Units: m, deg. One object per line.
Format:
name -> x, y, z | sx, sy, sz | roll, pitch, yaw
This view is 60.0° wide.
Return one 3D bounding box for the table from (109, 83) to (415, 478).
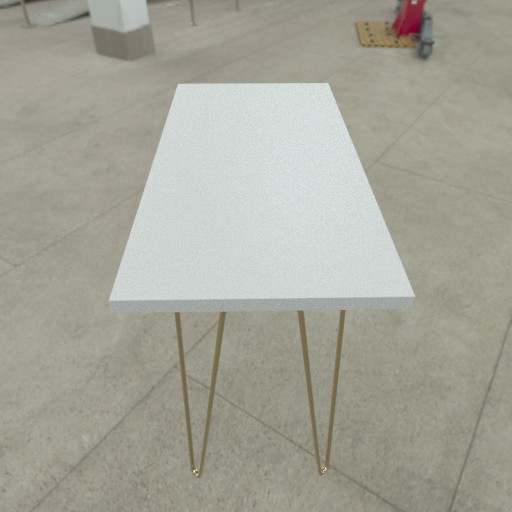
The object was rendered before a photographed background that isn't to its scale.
table -> 0.000, 0.000, 1.305 | 0.498, 0.660, 0.991 | -1, 40, -1
